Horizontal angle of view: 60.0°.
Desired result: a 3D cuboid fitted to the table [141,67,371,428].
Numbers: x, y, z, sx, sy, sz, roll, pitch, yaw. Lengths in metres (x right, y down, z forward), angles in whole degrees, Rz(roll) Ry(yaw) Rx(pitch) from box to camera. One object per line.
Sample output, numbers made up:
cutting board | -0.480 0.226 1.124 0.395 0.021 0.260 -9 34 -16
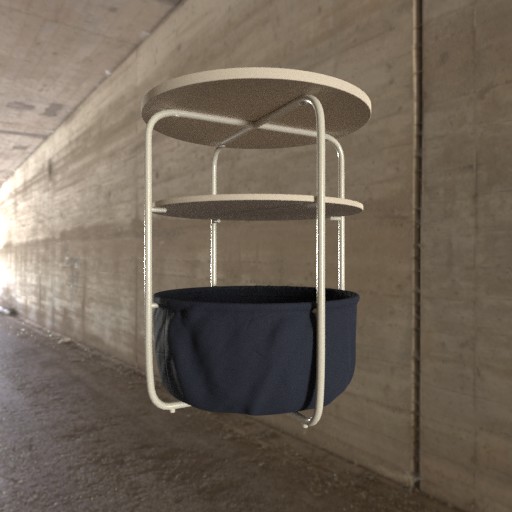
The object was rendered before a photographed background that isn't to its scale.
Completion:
table | 0.000 0.000 0.833 0.418 0.532 0.418 0 0 17
